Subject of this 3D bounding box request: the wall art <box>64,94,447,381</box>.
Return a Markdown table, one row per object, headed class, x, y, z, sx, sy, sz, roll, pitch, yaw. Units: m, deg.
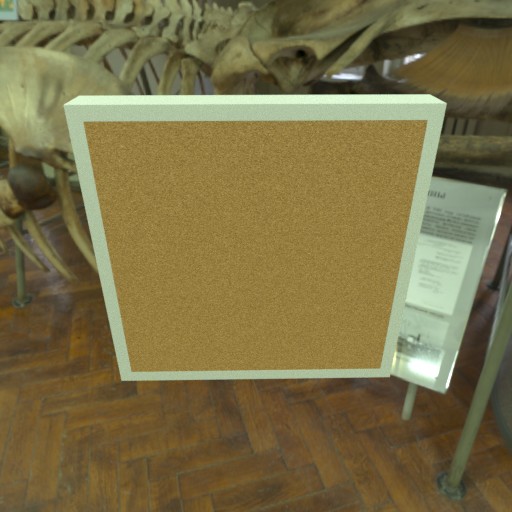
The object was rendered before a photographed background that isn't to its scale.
| class | x | y | z | sx | sy | sz | roll | pitch | yaw |
| --- | --- | --- | --- | --- | --- | --- | --- | --- | --- |
| wall art | 0.000 | 0.000 | 0.444 | 0.305 | 0.302 | 0.038 | -1 | 30 | -1 |
